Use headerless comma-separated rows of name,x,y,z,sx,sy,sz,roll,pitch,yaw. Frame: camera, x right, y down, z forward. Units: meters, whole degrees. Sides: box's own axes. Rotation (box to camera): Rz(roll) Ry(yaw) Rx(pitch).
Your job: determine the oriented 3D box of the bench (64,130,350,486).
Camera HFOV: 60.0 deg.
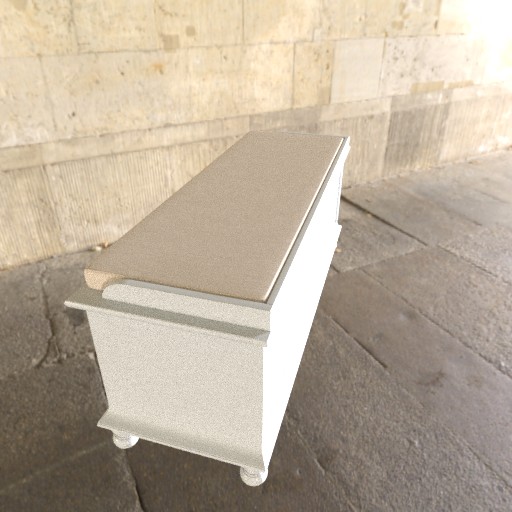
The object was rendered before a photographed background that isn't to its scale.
bench,0.000,0.000,1.378,0.402,0.486,1.185,9,31,15
